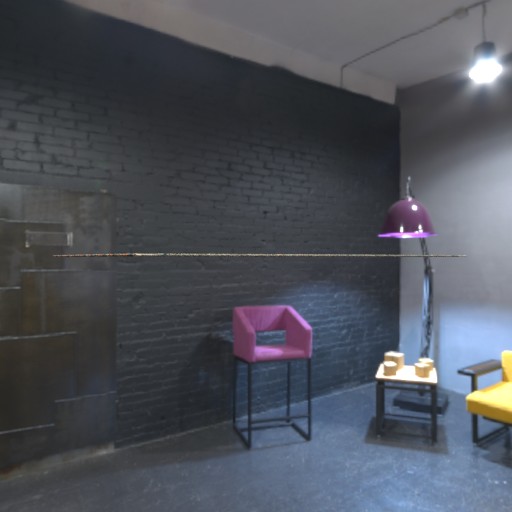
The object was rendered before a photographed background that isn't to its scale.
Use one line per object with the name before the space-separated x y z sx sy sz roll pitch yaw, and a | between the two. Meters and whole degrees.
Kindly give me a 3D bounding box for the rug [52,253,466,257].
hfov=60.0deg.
rug | 0.000 0.000 2.289 1.730 0.009 1.278 0 0 -34
